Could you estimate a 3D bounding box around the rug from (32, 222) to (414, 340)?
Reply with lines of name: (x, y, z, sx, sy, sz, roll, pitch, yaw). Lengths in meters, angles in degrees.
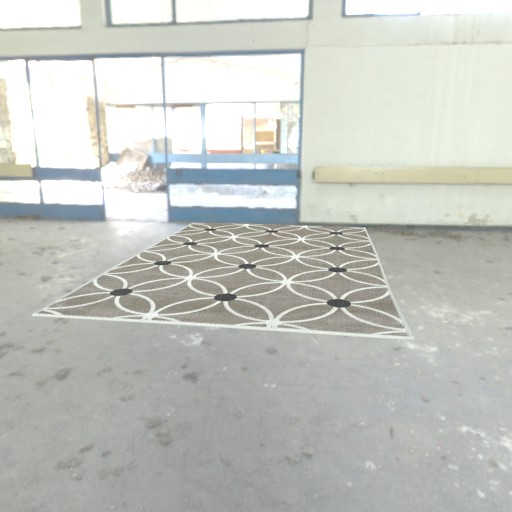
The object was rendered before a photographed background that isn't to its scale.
rug: (0.000, 0.000, 2.799, 1.522, 0.008, 2.284, 2, 14, 9)
